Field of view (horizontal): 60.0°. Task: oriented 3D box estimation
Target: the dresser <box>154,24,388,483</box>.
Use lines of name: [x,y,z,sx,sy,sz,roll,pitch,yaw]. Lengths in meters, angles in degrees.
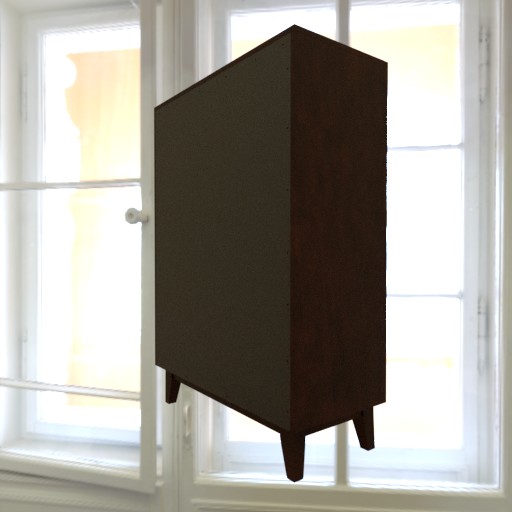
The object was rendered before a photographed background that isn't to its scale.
dresser: [0.000,0.000,2.018,0.506,1.514,1.072,-1,1,-37]
